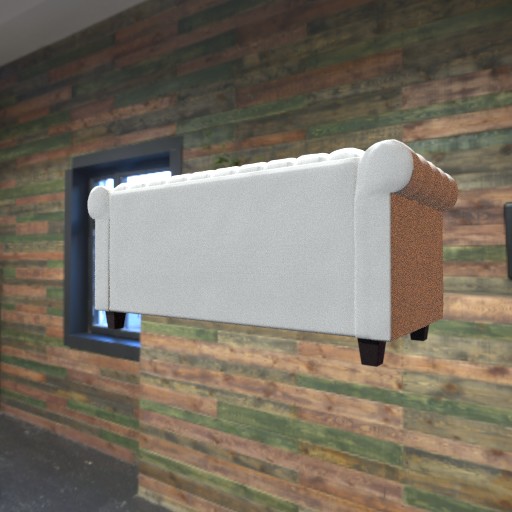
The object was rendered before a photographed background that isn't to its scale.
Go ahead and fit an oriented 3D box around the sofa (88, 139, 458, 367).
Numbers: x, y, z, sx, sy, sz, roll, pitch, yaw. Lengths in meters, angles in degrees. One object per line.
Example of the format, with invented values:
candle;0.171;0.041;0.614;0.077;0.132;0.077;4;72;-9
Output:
sofa;0.000;0.000;2.277;1.798;0.796;0.771;0;-1;35
